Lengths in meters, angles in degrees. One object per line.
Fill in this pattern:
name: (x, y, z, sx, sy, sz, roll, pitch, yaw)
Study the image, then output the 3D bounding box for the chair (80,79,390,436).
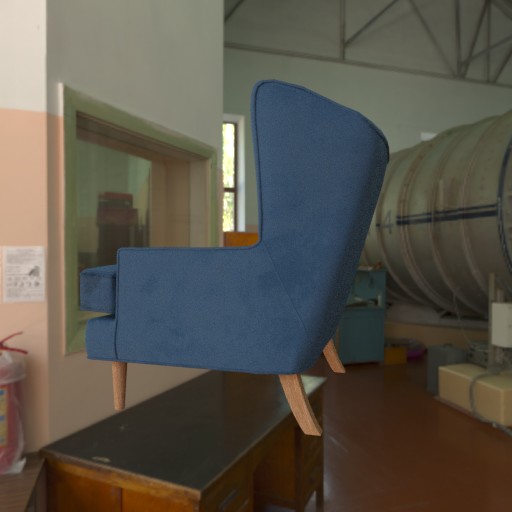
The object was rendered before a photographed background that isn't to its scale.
chair: (0.000, 0.000, 1.582, 0.910, 0.952, 0.793, 0, 1, 17)
